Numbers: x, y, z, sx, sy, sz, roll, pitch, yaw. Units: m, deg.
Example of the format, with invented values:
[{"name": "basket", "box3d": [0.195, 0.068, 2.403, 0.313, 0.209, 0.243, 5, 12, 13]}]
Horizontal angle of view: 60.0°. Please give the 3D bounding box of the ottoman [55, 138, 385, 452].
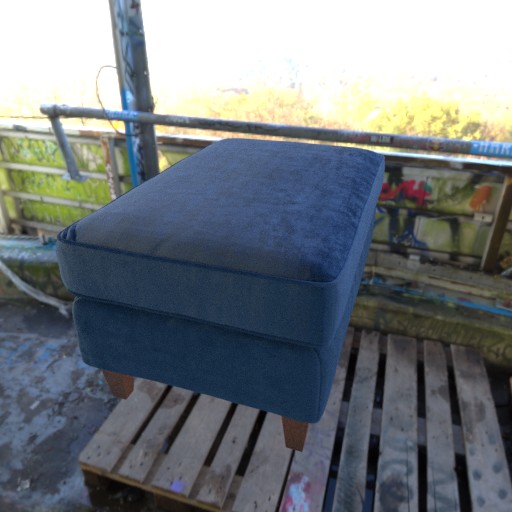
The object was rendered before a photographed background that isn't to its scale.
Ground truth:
[{"name": "ottoman", "box3d": [0.000, 0.000, 1.225, 0.583, 0.484, 0.862, 10, 30, 17]}]
